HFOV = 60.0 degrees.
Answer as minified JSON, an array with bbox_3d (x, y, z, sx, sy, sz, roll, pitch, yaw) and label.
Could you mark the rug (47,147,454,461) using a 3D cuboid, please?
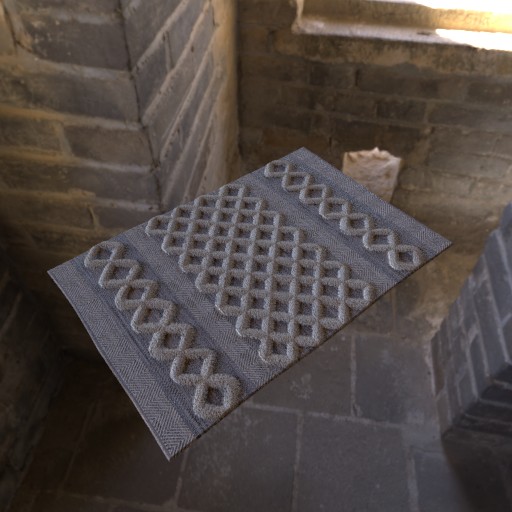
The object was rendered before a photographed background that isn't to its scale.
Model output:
[{"bbox_3d":[0.000,0.000,2.373,1.823,0.030,1.222,-31,54,-25],"label":"rug"}]
